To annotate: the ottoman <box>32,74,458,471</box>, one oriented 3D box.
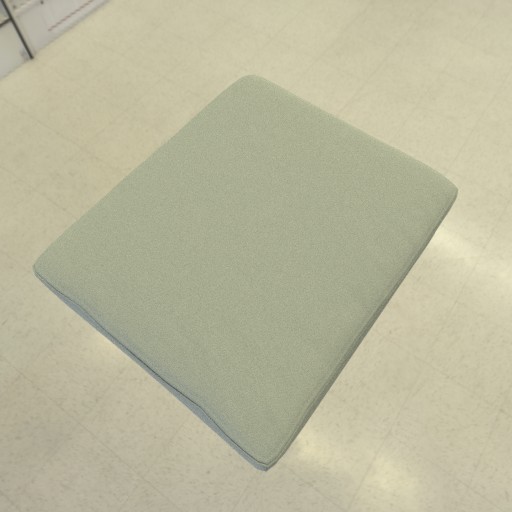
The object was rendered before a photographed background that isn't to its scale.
[{"bbox_3d":[0.000,0.000,1.438,0.842,0.494,0.991,34,67,17],"label":"ottoman"}]
